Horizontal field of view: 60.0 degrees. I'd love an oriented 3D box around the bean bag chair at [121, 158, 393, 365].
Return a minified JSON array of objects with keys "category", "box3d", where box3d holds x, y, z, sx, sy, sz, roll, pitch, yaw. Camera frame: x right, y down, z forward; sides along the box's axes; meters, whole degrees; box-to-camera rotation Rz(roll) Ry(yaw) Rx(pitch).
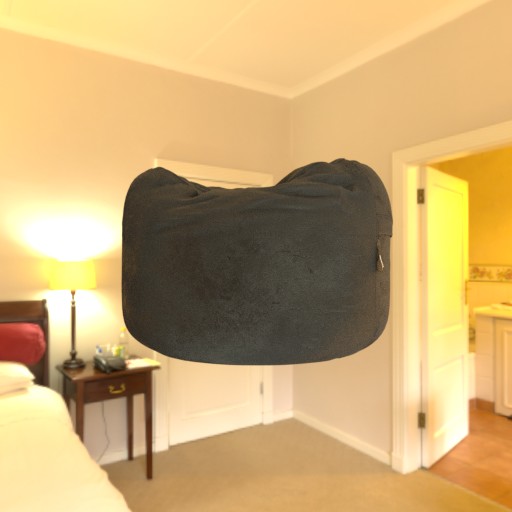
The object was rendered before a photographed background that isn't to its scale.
[{"category":"bean bag chair","box3d":[0.000,0.000,1.552,0.918,0.605,0.918,0,-1,0]}]
